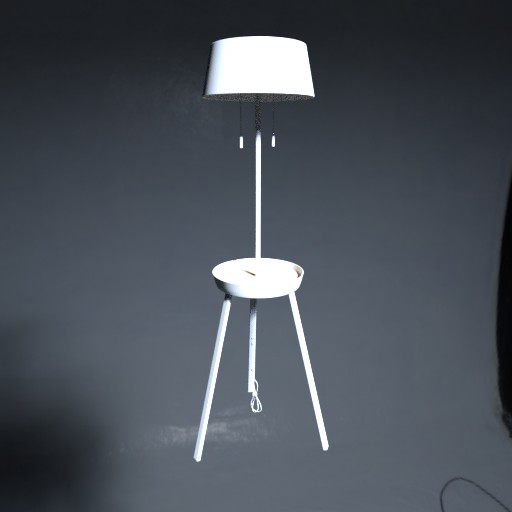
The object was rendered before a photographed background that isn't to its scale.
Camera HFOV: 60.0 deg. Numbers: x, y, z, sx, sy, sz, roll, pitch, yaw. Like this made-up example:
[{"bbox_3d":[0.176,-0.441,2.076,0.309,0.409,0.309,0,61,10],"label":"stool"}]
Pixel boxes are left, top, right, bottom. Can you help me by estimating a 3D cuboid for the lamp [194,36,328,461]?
[{"bbox_3d":[0.000,0.000,1.645,0.508,1.429,0.468,-2,16,-7],"label":"lamp"}]
